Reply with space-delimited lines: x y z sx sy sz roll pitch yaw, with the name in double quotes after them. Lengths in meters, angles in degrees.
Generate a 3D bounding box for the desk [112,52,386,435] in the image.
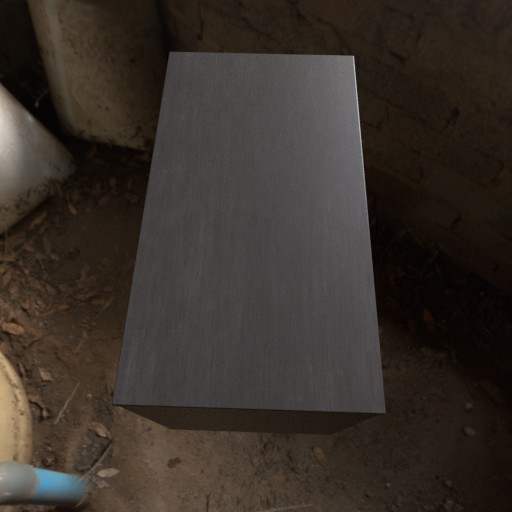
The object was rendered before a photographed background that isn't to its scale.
0.000 0.000 1.543 0.600 0.750 1.100 2 65 1 "desk"
